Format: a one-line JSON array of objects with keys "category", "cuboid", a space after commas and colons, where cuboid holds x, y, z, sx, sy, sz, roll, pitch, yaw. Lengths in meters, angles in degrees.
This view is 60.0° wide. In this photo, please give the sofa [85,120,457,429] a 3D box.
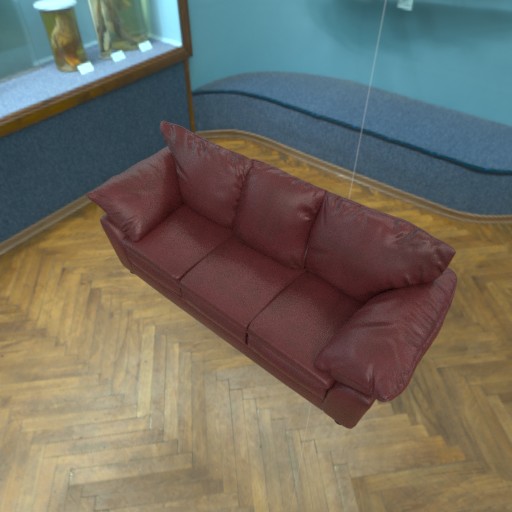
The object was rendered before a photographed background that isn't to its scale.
[{"category": "sofa", "cuboid": [0.000, 0.000, 2.911, 2.390, 1.091, 0.907, 30, 52, 27]}]
